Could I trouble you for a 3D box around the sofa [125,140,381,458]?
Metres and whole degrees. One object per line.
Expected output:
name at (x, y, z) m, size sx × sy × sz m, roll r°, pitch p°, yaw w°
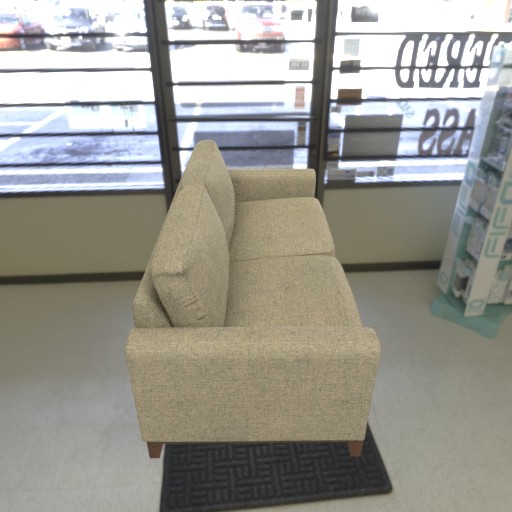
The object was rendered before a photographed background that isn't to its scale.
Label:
sofa at (0.000, 0.000, 2.518) m, size 0.969 × 0.892 × 1.978 m, roll 0°, pitch 30°, yaw -1°
